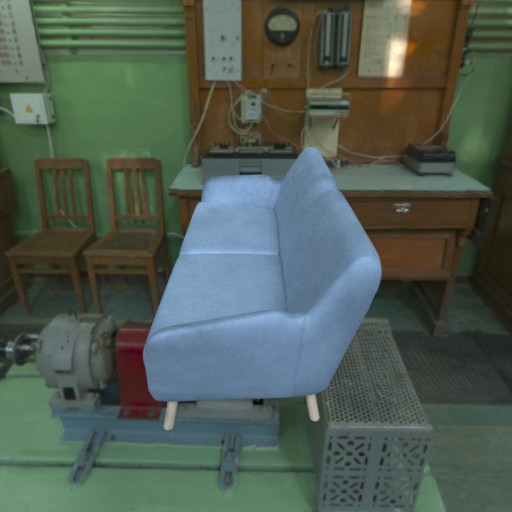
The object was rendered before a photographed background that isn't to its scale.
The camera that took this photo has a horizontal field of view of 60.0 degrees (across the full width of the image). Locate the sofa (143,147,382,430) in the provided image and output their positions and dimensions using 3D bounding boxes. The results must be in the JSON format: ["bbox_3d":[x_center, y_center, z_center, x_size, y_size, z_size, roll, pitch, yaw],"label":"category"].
[{"bbox_3d":[0.000,0.000,2.347,0.850,0.810,1.870,0,26,0],"label":"sofa"}]
